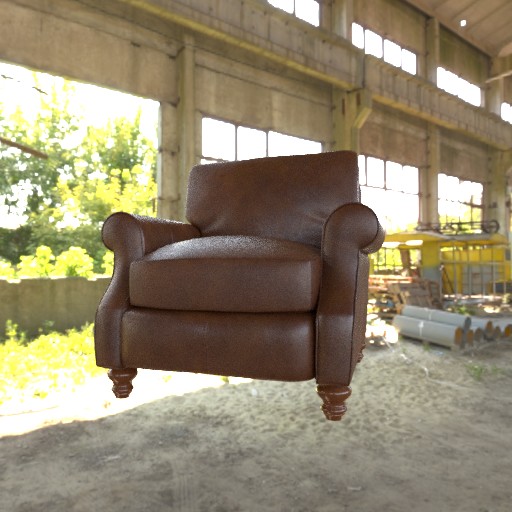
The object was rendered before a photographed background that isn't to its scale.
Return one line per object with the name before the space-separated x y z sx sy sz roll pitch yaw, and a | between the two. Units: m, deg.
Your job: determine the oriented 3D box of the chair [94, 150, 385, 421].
chair | 0.000 0.000 1.775 0.989 0.972 0.992 0 -1 17
